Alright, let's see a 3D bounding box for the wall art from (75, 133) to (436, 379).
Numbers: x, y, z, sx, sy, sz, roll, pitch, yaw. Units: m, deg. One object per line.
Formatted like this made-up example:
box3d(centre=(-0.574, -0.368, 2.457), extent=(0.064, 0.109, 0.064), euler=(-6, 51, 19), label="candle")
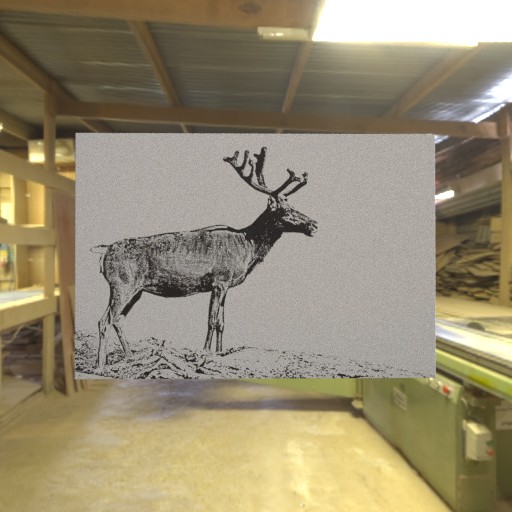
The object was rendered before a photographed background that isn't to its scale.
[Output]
box3d(centre=(0.000, 0.000, 0.487), extent=(0.381, 0.259, 0.038), euler=(0, 0, -1), label="wall art")
